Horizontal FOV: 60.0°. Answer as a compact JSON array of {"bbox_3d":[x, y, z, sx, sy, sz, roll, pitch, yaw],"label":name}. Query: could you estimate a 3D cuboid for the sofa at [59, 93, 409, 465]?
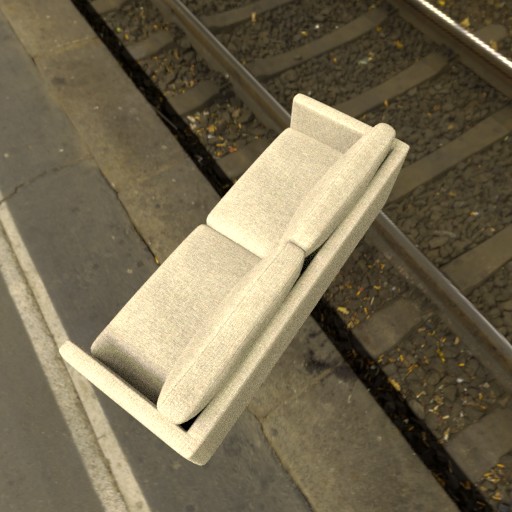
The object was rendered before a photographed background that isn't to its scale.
[{"bbox_3d":[0.000,0.000,2.942,0.948,0.951,2.434,32,66,16],"label":"sofa"}]
